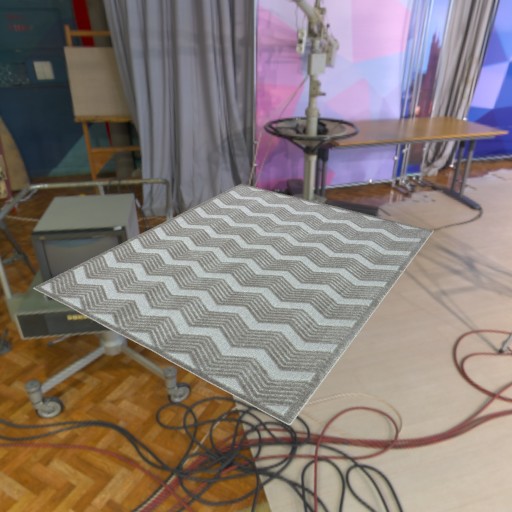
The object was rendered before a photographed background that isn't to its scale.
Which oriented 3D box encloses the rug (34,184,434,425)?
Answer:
[{"bbox_3d":[0.000,0.000,4.022,2.391,0.005,2.880,18,34,29],"label":"rug"}]
